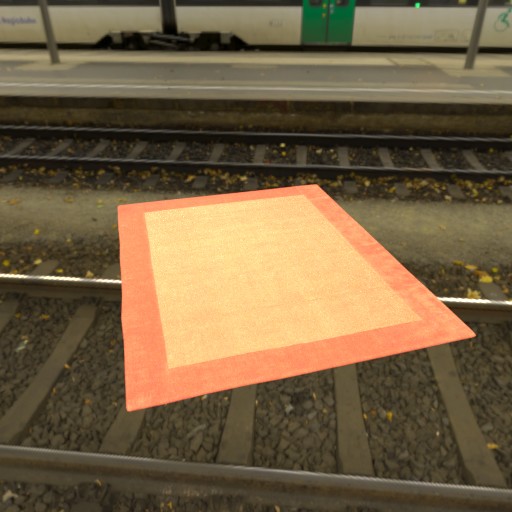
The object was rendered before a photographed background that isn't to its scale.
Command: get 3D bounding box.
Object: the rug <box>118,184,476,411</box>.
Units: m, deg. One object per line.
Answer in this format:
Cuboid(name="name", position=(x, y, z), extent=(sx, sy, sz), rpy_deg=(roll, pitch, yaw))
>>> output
Cuboid(name="rug", position=(0.000, 0.000, 4.091), extent=(2.430, 0.018, 2.976), rpy_deg=(-8, 32, -14))
